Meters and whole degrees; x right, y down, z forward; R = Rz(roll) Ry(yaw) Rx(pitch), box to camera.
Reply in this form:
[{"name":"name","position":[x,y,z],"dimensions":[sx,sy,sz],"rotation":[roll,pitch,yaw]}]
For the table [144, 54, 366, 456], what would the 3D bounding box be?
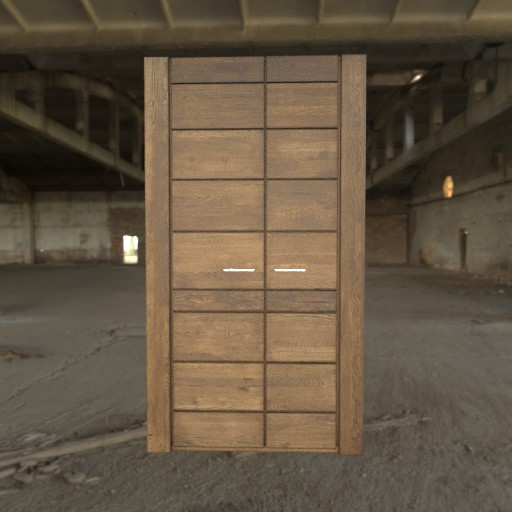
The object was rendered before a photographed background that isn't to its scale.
[{"name":"table","position":[0.000,0.000,2.502],"dimensions":[1.100,2.000,0.600],"rotation":[0,2,2]}]
